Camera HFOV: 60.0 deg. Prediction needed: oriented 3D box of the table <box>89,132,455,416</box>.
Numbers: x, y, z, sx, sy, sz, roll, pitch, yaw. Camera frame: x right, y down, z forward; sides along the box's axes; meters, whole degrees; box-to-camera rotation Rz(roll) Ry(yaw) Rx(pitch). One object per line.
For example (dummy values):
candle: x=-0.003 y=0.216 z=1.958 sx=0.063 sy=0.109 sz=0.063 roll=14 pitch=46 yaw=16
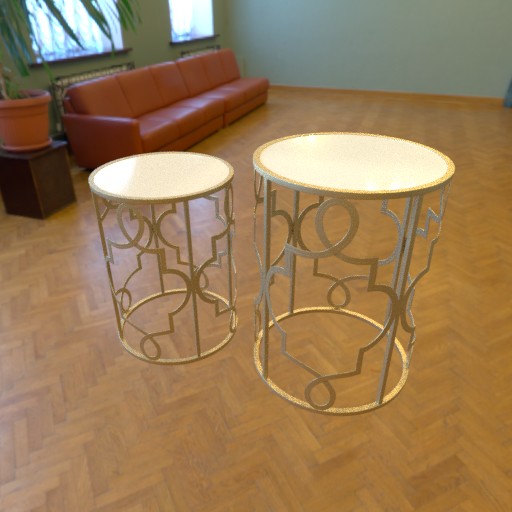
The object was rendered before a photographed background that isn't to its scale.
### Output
table: x=0.000 y=0.000 z=1.150 sx=0.846 sy=0.564 sz=0.420 roll=9 pitch=31 yaw=15
